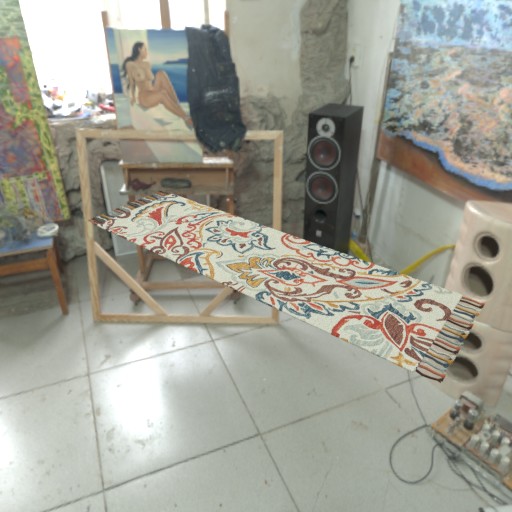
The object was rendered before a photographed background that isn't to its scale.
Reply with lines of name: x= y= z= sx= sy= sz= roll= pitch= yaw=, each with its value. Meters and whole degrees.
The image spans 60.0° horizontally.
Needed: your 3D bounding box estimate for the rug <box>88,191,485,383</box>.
rug: x=0.000 y=0.000 z=2.946 sx=2.682 sy=0.015 sz=0.763 roll=22 pitch=37 yaw=32
